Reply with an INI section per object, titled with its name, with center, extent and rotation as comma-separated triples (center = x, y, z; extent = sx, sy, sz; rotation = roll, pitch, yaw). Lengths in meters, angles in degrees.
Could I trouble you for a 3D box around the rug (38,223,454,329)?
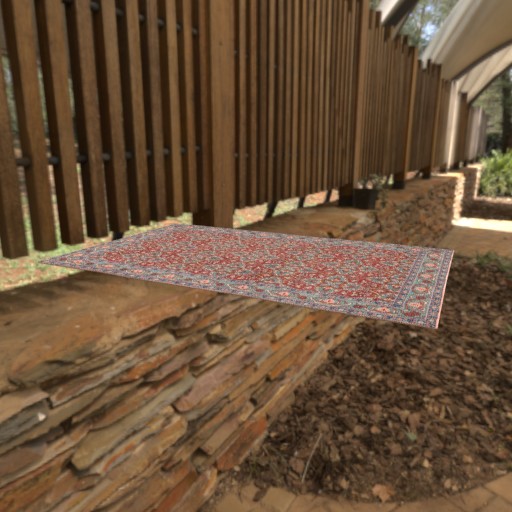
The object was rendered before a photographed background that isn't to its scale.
[rug]
center = 0.000, 0.000, 3.051
extent = 2.439, 0.011, 1.533
rotation = 7, 16, 25
